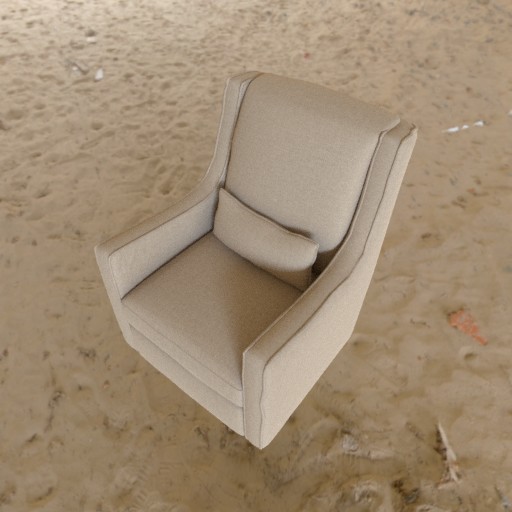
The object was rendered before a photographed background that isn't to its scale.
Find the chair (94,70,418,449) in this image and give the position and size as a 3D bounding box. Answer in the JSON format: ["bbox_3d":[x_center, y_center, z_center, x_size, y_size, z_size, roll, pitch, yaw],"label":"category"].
[{"bbox_3d":[0.000,0.000,1.620,0.732,0.993,0.879,30,53,25],"label":"chair"}]
